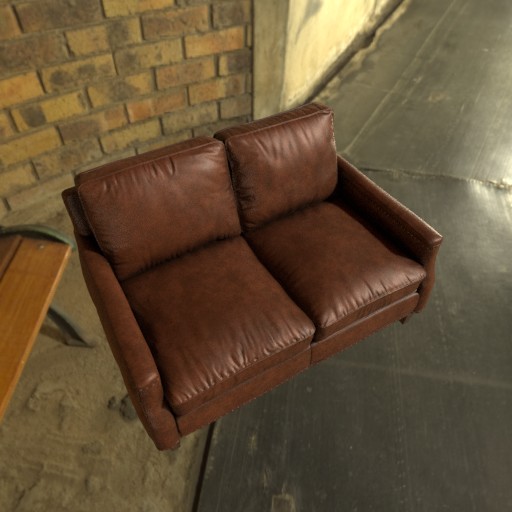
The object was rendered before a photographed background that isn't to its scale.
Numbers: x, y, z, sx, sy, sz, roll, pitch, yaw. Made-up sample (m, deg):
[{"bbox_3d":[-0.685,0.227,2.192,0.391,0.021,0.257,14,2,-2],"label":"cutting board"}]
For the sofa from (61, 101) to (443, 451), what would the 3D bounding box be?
[{"bbox_3d":[0.000,0.000,2.268,1.628,1.003,1.083,-23,51,-20],"label":"sofa"}]
